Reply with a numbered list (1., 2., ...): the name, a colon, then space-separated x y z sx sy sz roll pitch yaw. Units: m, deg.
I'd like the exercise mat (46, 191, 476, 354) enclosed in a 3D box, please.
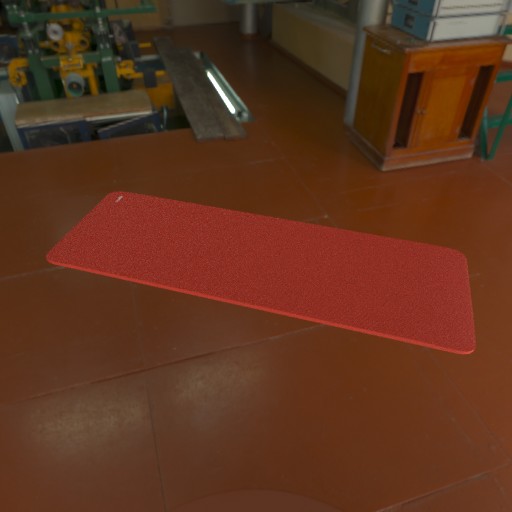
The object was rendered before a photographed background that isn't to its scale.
1. exercise mat: 0.000 0.000 2.046 1.869 0.021 0.616 11 42 13
